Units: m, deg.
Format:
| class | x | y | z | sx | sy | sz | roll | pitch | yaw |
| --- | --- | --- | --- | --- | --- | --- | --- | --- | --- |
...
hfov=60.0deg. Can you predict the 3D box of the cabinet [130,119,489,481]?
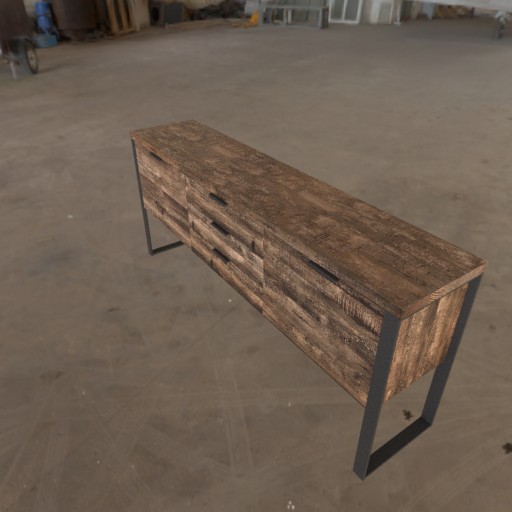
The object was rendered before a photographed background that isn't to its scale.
| class | x | y | z | sx | sy | sz | roll | pitch | yaw |
| --- | --- | --- | --- | --- | --- | --- | --- | --- | --- |
| cabinet | 0.000 | 0.000 | 2.023 | 0.395 | 0.762 | 1.800 | -21 | 38 | -29 |
